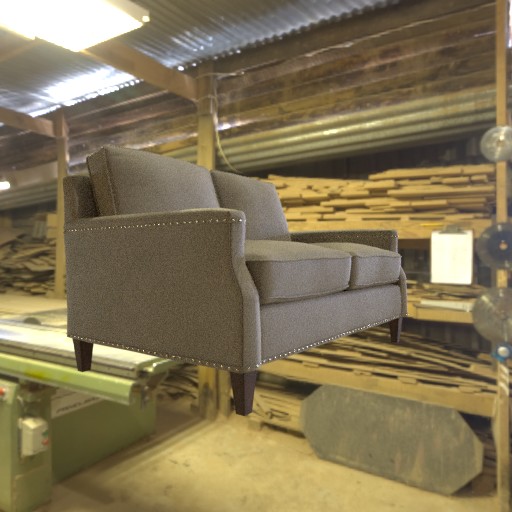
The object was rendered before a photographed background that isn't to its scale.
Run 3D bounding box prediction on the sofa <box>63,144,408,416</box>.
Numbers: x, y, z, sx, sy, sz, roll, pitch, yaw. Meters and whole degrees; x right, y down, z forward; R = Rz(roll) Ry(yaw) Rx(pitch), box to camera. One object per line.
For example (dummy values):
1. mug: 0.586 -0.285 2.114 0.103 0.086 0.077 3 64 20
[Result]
1. sofa: 0.000 0.000 2.276 1.084 1.003 1.597 0 0 36
